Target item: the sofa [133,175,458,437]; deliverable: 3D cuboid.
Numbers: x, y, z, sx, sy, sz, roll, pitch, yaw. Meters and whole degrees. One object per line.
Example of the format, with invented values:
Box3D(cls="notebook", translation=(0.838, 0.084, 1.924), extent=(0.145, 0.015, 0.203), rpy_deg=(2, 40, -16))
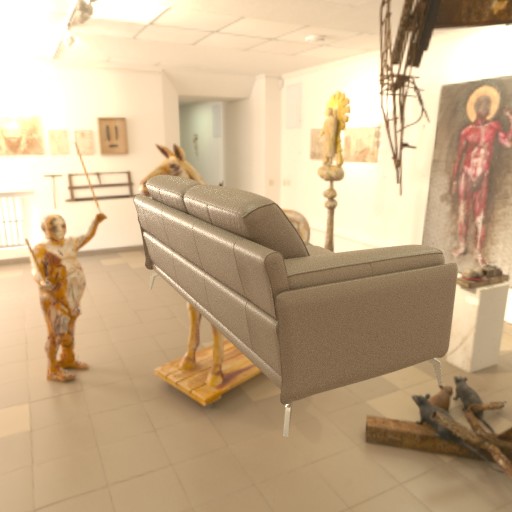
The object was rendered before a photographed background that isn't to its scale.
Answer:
Box3D(cls="sofa", translation=(0.000, 0.000, 2.660), extent=(1.049, 0.930, 2.101), rpy_deg=(-8, 16, -27))
